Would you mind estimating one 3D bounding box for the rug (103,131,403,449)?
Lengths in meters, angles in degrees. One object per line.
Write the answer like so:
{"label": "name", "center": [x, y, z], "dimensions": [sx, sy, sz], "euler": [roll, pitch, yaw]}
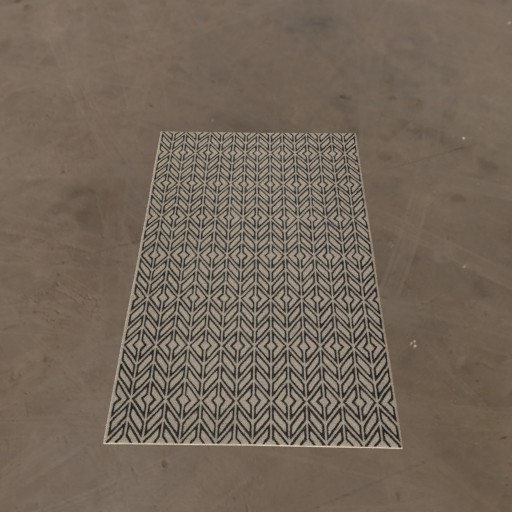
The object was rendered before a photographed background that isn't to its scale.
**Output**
{"label": "rug", "center": [0.000, 0.000, 2.290], "dimensions": [1.220, 0.007, 1.828], "euler": [1, 58, 0]}
